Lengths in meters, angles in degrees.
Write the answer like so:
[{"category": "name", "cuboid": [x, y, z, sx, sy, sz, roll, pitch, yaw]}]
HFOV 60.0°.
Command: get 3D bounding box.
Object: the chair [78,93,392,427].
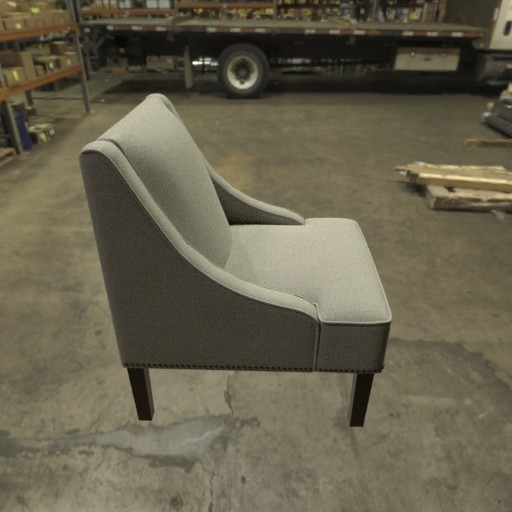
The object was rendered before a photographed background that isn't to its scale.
[{"category": "chair", "cuboid": [0.000, 0.000, 1.405, 0.748, 0.872, 0.628, 1, 31, 2]}]
